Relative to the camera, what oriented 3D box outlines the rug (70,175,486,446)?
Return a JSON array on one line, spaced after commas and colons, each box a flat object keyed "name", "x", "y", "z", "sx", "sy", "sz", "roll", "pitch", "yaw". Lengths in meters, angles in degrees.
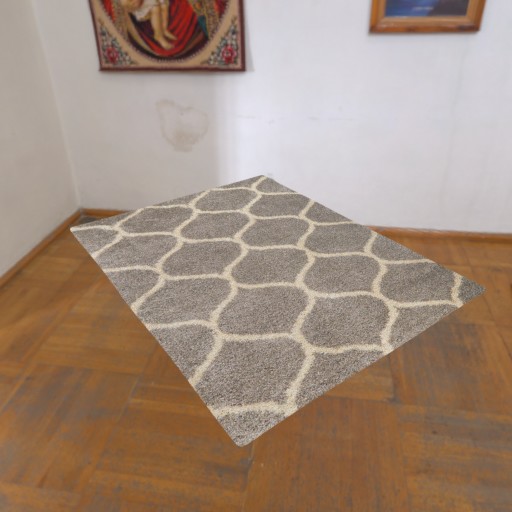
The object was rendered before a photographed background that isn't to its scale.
[{"name": "rug", "x": 0.000, "y": 0.000, "z": 3.965, "sx": 2.399, "sy": 0.026, "sz": 3.000, "roll": -21, "pitch": 38, "yaw": -30}]
